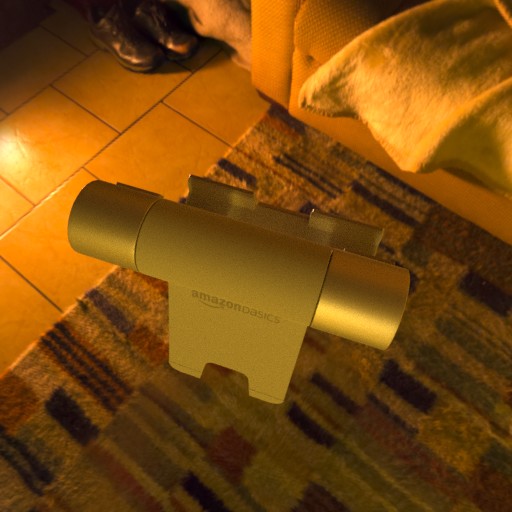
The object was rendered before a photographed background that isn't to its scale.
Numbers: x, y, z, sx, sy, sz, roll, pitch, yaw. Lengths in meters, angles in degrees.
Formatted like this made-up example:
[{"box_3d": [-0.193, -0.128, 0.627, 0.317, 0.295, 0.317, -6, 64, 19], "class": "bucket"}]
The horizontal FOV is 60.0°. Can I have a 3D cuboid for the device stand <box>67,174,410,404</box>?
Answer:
[{"box_3d": [0.000, 0.000, 0.154, 0.086, 0.084, 0.079, 17, 65, 8], "class": "device stand"}]
